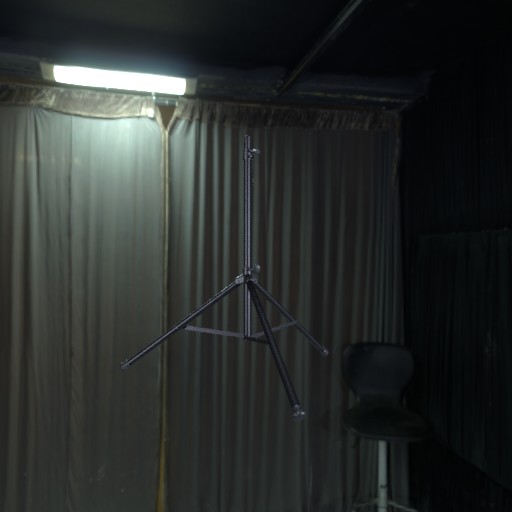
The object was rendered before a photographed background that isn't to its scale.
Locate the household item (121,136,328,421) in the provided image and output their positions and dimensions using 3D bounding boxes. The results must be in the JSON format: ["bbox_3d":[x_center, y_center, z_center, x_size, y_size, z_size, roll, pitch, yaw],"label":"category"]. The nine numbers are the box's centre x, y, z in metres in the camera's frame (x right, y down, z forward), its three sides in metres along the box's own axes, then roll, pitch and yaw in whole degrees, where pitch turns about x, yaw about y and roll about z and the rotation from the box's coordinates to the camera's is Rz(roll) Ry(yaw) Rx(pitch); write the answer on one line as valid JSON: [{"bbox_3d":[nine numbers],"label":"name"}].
[{"bbox_3d":[0.000,0.000,2.739,1.596,1.595,1.339,0,0,-17],"label":"household item"}]
